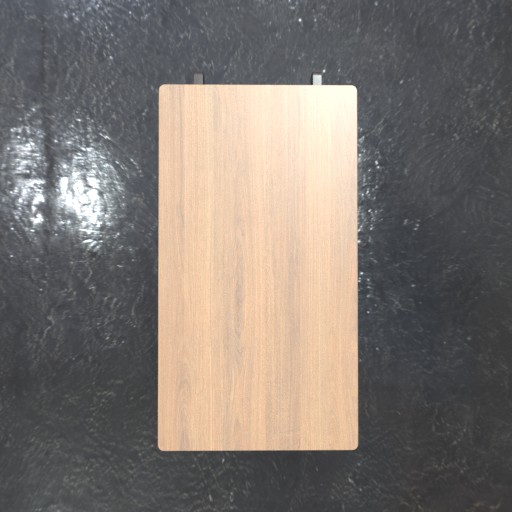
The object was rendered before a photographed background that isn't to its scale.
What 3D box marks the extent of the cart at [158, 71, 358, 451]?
[{"bbox_3d":[0.000,0.000,1.478,0.457,0.927,0.899,0,89,-1],"label":"cart"}]
